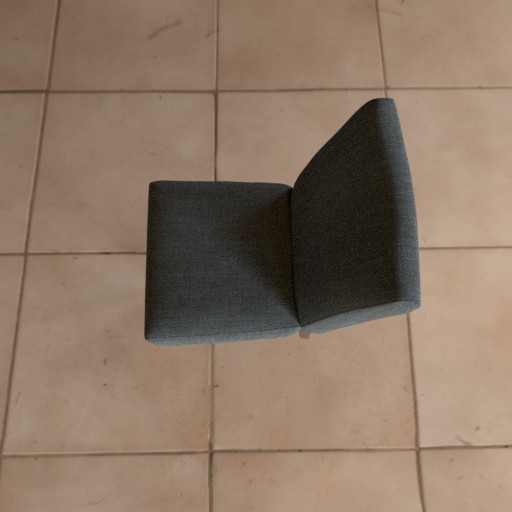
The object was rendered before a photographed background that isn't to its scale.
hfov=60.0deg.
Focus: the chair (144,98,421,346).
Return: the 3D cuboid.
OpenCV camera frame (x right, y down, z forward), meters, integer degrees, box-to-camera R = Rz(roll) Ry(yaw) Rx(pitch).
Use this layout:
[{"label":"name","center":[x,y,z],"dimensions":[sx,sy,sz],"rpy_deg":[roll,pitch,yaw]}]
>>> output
[{"label":"chair","center":[0.000,0.000,1.276],"dimensions":[0.629,0.884,0.487],"rpy_deg":[-2,75,0]}]
